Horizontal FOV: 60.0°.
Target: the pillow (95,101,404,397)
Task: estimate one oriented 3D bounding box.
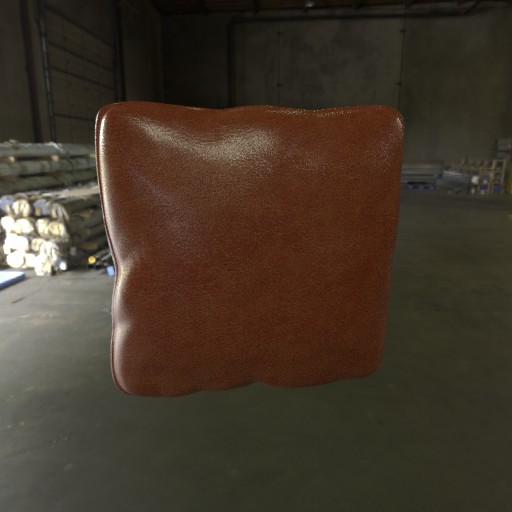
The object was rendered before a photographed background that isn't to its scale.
[{"bbox_3d":[0.000,0.000,0.801,0.532,0.523,0.236,-2,14,-9],"label":"pillow"}]
